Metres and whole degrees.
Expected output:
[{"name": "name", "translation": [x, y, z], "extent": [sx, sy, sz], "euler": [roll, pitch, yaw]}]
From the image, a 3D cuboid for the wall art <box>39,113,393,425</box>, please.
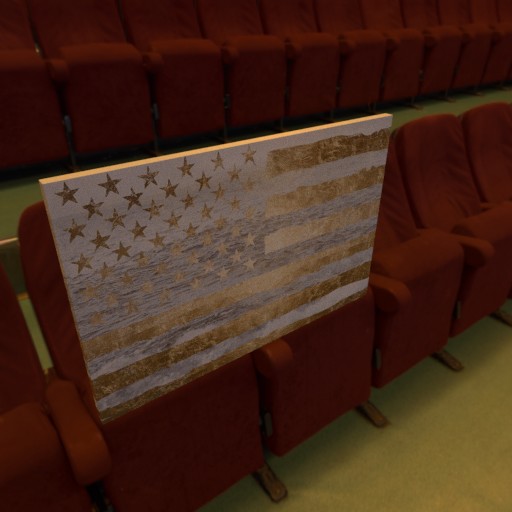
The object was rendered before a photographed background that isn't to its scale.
[{"name": "wall art", "translation": [0.000, 0.000, 1.163], "extent": [0.932, 0.610, 0.027], "euler": [-20, 35, -31]}]
